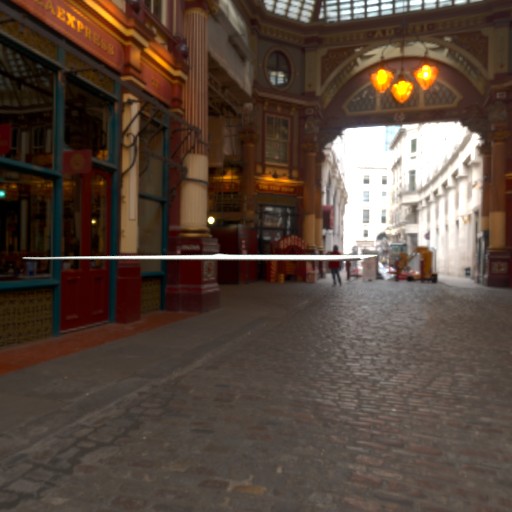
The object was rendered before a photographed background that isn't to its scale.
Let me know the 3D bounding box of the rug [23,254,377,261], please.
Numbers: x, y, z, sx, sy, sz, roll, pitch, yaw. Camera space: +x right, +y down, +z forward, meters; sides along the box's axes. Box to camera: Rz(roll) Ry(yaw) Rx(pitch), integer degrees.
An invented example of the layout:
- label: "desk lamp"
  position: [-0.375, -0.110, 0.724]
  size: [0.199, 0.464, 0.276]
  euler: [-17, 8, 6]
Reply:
- label: "rug"
  position: [0.000, 0.000, 2.973]
  size: [1.518, 0.023, 2.434]
  euler: [0, 0, 17]
